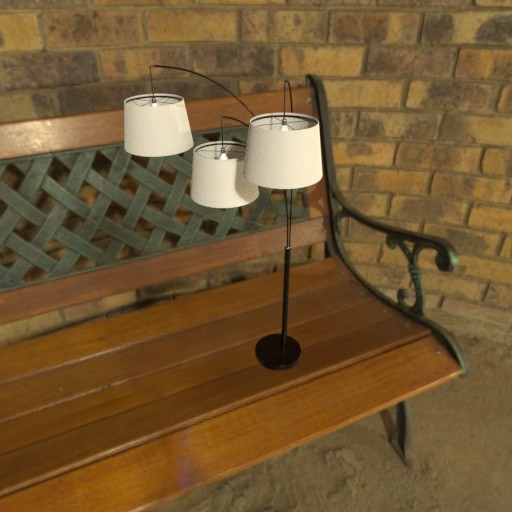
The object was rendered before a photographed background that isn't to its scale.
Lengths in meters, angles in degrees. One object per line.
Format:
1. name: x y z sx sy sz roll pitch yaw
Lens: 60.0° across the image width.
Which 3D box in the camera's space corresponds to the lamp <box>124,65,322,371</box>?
1. lamp: 0.000 0.000 2.415 0.951 1.950 0.924 19 36 28
